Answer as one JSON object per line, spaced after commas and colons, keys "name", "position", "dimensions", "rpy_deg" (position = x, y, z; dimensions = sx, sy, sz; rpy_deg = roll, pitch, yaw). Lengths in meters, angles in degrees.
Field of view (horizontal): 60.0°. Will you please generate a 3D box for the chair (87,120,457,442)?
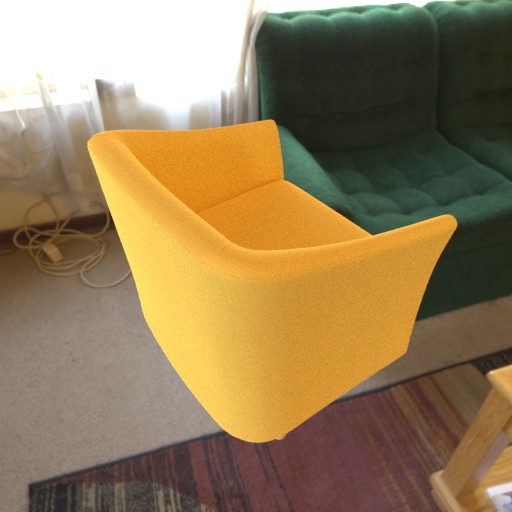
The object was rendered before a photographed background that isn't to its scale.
{"name": "chair", "position": [0.000, 0.000, 1.328], "dimensions": [0.700, 0.720, 0.790], "rpy_deg": [-24, 45, -27]}
